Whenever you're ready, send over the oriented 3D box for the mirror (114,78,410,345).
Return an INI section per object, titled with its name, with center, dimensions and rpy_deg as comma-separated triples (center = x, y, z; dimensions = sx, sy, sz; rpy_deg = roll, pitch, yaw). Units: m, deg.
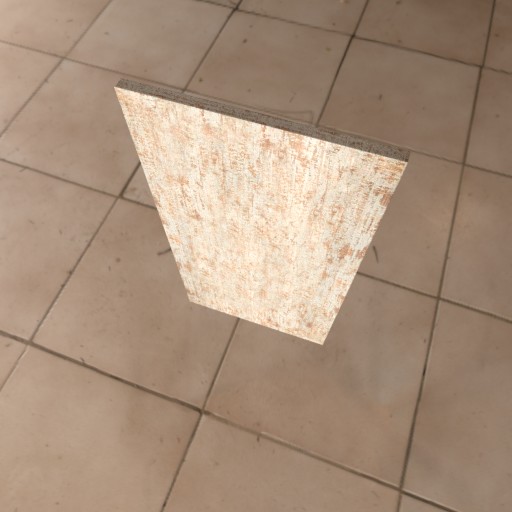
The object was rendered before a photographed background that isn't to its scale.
[mirror]
center = 0.000, 0.000, 1.088
dimensions = 0.472, 0.922, 0.027
rpy_deg = 17, 64, 9
